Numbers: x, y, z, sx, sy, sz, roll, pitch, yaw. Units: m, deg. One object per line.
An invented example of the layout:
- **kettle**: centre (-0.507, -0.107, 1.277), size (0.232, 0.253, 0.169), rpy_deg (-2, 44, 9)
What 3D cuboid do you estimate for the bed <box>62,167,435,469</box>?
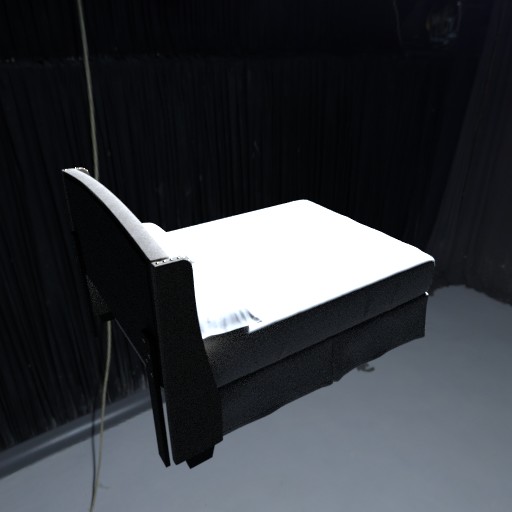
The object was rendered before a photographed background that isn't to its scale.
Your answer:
- **bed**: centre (0.000, 0.000, 3.304), size (2.237, 1.407, 1.710), rpy_deg (-17, 32, -29)
